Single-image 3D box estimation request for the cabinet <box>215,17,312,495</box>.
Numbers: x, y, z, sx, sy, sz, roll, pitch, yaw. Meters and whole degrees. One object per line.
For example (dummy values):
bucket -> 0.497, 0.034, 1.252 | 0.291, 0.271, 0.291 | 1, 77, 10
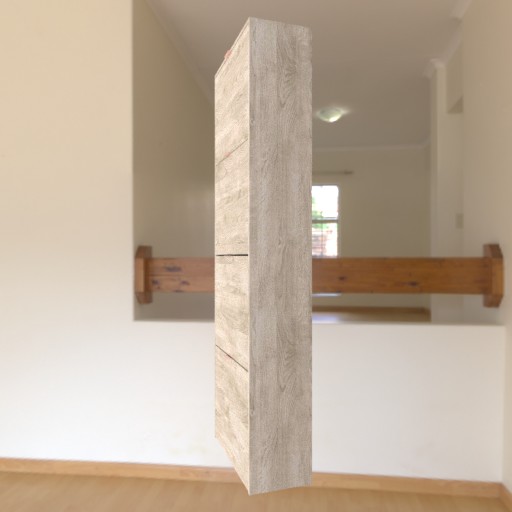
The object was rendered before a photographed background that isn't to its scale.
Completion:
cabinet -> 0.000, 0.000, 1.791 | 0.250, 1.630, 0.520 | 0, 0, -18
